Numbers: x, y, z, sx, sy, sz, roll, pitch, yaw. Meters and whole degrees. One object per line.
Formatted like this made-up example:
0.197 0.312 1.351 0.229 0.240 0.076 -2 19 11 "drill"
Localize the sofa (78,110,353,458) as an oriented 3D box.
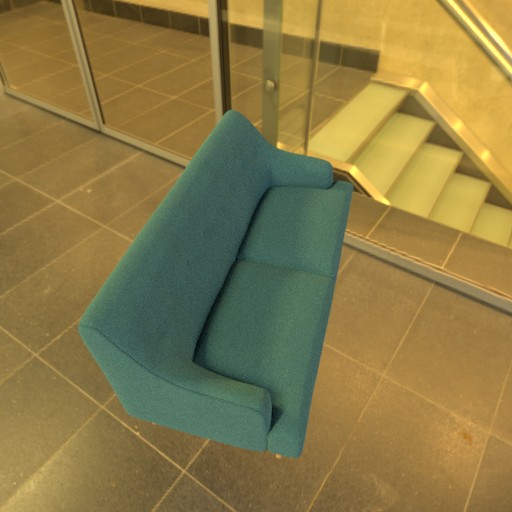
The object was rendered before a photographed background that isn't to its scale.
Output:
0.000 0.000 2.645 0.978 0.871 2.057 11 44 11 "sofa"
